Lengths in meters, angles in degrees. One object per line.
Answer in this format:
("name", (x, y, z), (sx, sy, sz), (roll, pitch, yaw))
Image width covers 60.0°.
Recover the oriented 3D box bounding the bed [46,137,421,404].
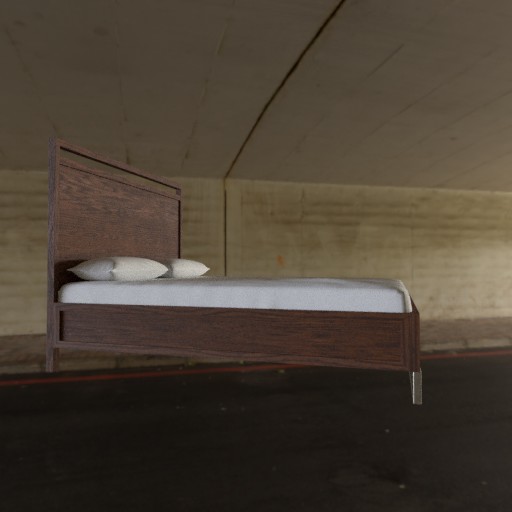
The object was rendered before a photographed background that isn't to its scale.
("bed", (0.000, 0.000, 3.318), (2.218, 1.487, 1.765), (0, -1, 17))
